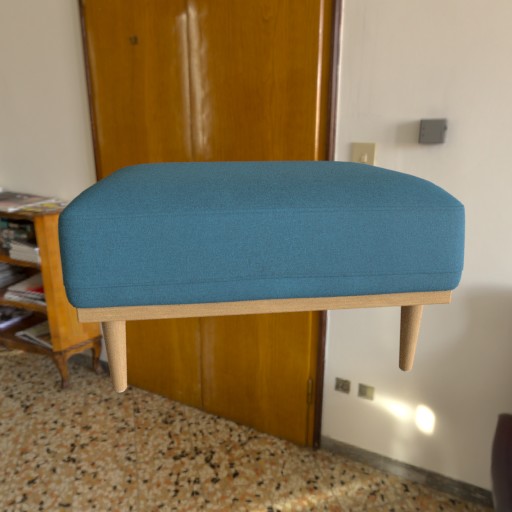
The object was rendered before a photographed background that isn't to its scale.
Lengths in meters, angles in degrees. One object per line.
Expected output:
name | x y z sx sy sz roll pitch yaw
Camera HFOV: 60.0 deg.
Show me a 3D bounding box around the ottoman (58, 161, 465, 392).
ottoman | 0.000 0.000 1.059 0.749 0.428 0.549 -2 17 -7
